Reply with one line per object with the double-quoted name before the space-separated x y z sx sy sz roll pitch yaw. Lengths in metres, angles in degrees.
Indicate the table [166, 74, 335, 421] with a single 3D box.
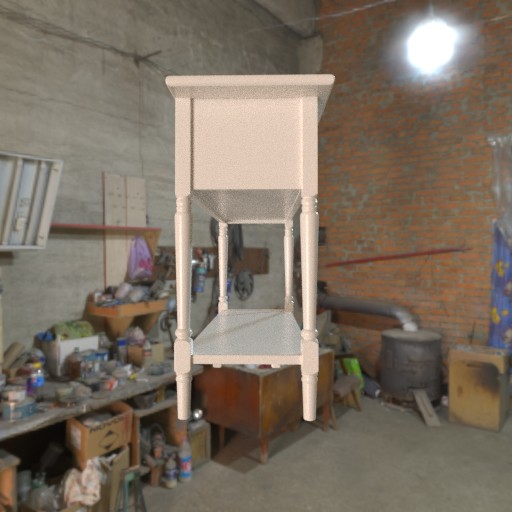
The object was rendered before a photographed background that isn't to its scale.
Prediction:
"table" 0.000 0.000 1.597 0.386 0.814 1.191 0 -1 1
